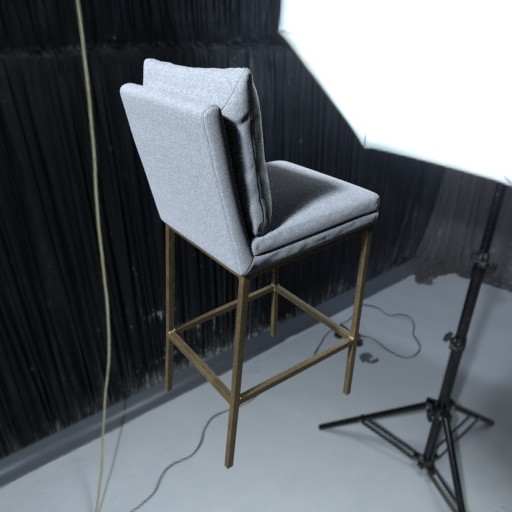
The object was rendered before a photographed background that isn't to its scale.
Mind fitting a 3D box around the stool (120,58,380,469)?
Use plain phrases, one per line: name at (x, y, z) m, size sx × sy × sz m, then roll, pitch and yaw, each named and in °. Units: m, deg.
stool at (0.000, 0.000, 1.377) m, size 0.569 × 1.130 × 0.463 m, roll -20°, pitch 34°, yaw -32°
